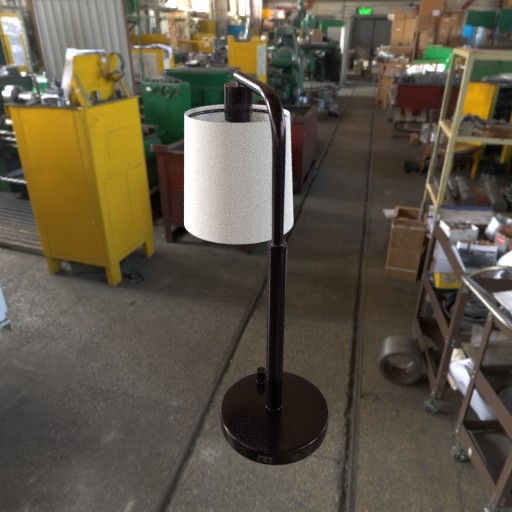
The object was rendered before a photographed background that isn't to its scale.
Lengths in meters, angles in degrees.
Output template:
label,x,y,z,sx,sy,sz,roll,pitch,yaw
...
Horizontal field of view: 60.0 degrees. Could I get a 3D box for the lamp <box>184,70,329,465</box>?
label,x,y,z,sx,sy,sz,roll,pitch,yaw
lamp,0.000,0.000,0.644,0.171,0.489,0.333,-9,28,-17
